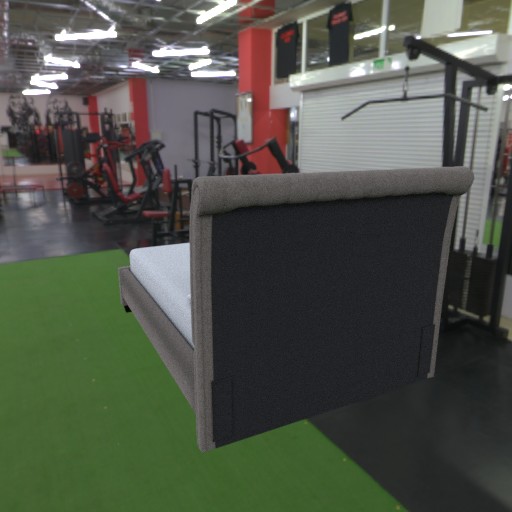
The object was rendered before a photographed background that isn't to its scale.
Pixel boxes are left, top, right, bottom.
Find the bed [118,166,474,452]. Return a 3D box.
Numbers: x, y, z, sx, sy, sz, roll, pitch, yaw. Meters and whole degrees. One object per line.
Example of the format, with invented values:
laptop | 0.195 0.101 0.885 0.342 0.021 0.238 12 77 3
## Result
bed | 0.000 0.000 3.279 1.645 1.371 2.252 -7 17 -26
